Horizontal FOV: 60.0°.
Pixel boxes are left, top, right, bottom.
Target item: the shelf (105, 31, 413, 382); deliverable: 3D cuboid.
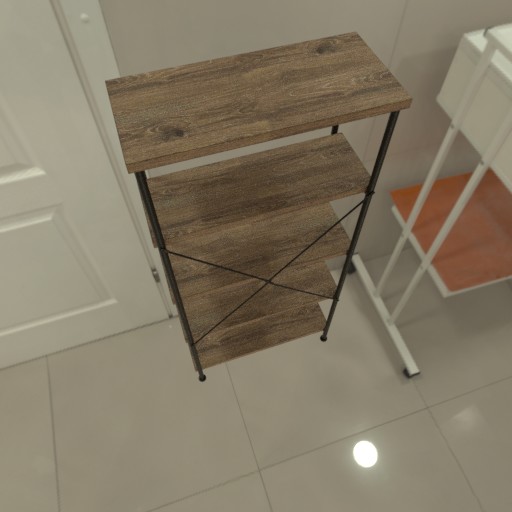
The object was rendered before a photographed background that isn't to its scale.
[{"bbox_3d":[0.000,0.000,1.963,0.800,1.700,0.360,-16,58,-10],"label":"shelf"}]
